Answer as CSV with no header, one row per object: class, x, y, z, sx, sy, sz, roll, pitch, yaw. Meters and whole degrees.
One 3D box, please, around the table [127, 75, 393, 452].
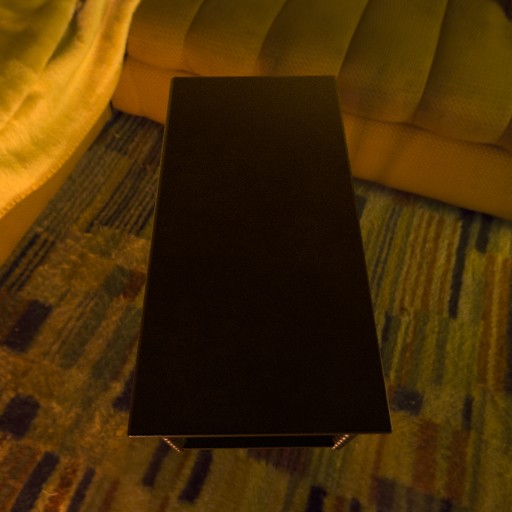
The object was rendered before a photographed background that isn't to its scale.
table,0.000,0.000,1.446,0.580,0.487,1.171,-1,59,0
